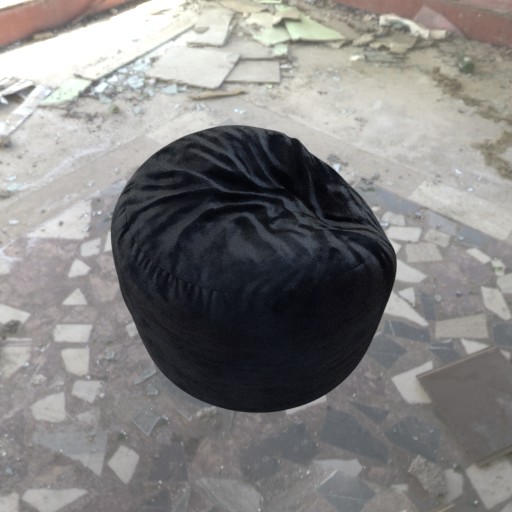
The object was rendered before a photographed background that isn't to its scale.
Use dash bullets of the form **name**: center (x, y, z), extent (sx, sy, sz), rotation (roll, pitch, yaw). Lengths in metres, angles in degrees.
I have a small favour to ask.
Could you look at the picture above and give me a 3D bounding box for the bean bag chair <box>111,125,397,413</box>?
- **bean bag chair**: center (0.000, 0.000, 1.523), extent (0.918, 0.616, 0.918), rotation (0, 47, 0)
